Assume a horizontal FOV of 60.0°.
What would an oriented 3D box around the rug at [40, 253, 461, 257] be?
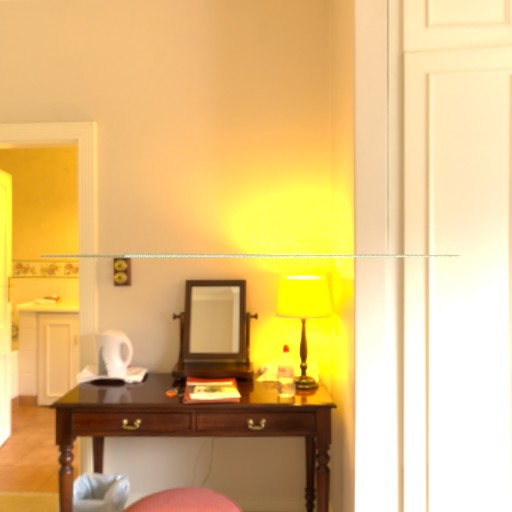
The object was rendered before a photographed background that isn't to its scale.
[{"bbox_3d":[0.000,0.000,3.456,2.746,0.018,1.819,0,0,-36],"label":"rug"}]
